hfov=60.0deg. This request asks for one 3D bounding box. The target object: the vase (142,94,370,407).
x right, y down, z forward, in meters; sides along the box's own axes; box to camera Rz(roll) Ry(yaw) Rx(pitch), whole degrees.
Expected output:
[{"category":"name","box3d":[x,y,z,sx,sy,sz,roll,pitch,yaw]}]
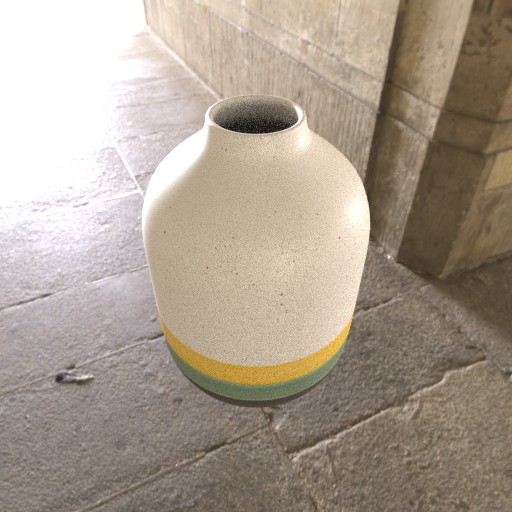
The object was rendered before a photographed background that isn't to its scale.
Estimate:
[{"category":"vase","box3d":[0.000,0.000,0.359,0.169,0.240,0.169,0,41,0]}]
